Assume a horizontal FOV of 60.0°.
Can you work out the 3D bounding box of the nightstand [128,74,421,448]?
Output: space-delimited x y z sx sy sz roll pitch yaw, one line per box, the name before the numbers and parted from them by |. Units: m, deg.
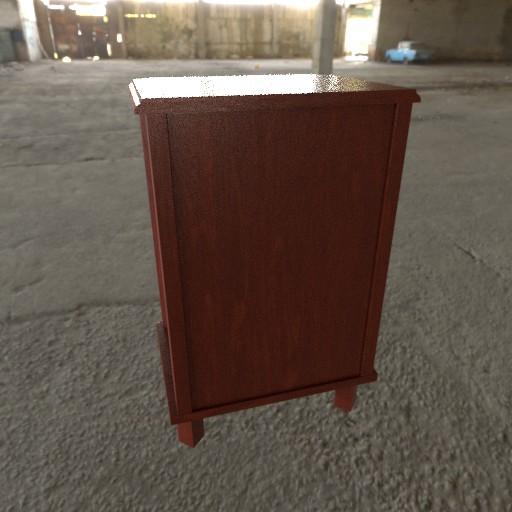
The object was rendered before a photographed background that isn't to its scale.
nightstand | 0.000 0.000 0.931 0.435 0.681 0.351 -7 27 -14
